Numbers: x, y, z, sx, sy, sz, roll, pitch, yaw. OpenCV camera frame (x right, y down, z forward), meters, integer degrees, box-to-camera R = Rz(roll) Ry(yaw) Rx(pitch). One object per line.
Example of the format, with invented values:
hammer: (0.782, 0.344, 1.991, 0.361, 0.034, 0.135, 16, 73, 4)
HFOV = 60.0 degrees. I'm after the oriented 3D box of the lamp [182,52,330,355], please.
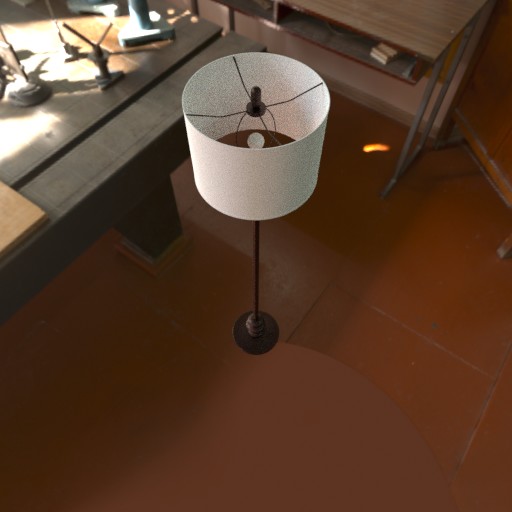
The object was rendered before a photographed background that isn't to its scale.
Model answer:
lamp: (0.000, 0.000, 1.674, 0.356, 1.487, 0.356, -17, 59, -10)
